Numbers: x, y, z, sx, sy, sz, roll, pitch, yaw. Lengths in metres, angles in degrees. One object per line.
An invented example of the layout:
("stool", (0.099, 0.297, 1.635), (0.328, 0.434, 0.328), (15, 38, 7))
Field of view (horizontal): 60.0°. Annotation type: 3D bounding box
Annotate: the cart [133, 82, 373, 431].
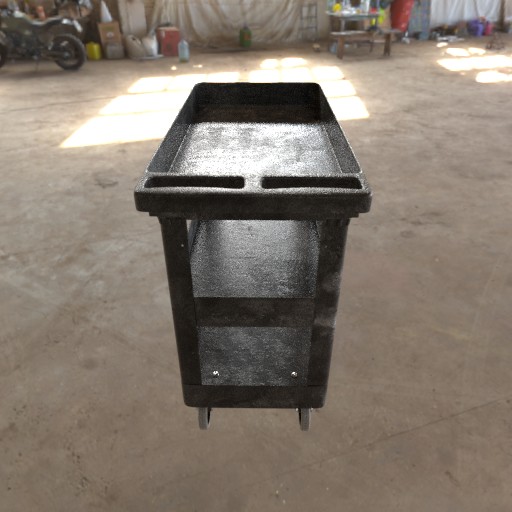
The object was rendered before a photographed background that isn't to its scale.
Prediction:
("cart", (0.000, 0.000, 1.346), (0.420, 0.824, 0.877), (0, 33, 1))
